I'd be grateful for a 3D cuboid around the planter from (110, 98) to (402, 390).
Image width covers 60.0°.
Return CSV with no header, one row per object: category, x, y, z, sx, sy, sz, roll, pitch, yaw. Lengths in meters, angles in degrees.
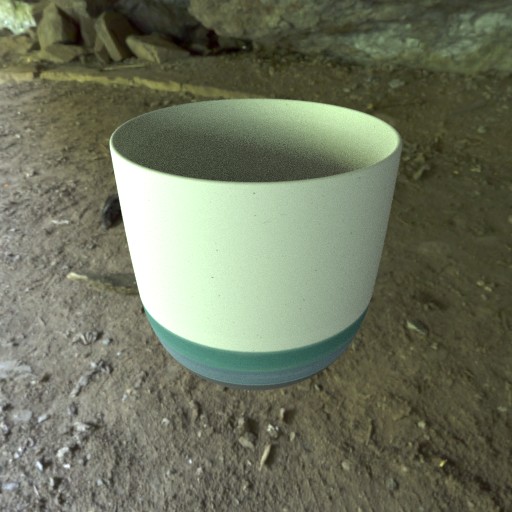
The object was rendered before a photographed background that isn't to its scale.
planter,0.000,0.000,0.375,0.204,0.214,0.204,0,32,0
